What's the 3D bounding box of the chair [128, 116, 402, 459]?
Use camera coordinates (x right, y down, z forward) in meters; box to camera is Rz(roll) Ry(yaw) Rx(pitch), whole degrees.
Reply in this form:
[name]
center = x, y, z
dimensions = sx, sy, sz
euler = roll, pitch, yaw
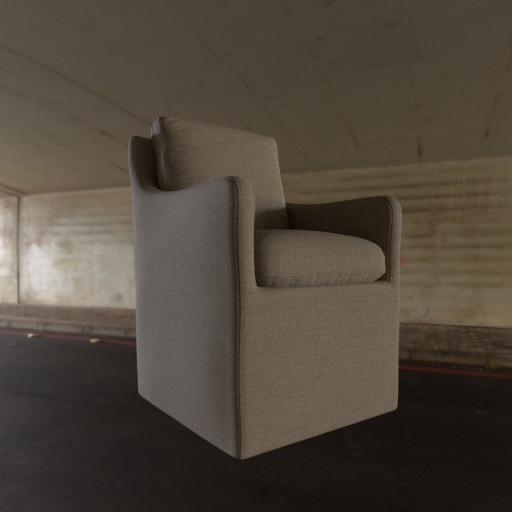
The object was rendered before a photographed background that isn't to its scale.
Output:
[chair]
center = 0.000, 0.000, 1.405
dimensions = 0.626, 0.914, 0.694
euler = 0, 0, -36
